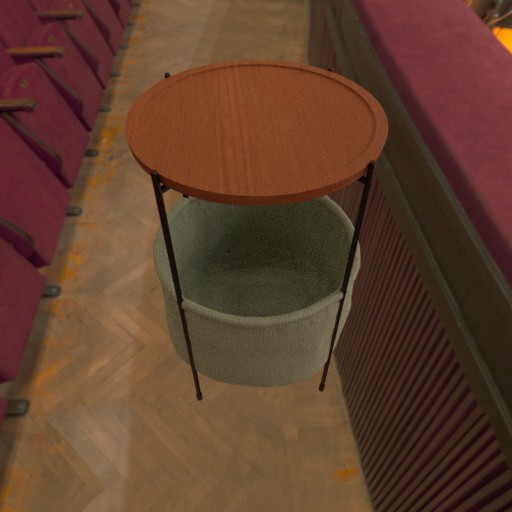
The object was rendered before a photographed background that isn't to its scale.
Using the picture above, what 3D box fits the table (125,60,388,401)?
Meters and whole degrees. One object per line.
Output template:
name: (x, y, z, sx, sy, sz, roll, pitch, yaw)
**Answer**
table: (0.000, 0.000, 0.885, 0.400, 0.623, 0.400, -3, 47, -3)
